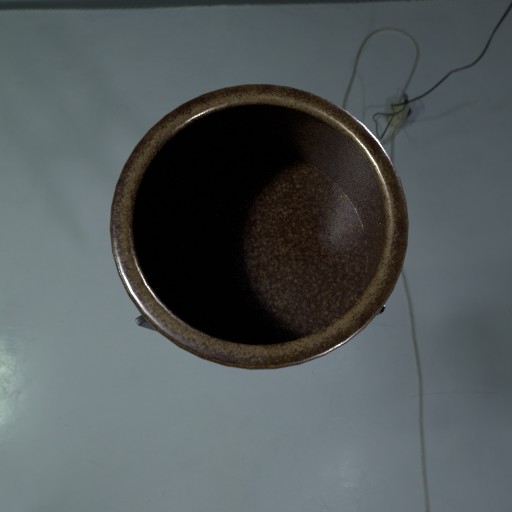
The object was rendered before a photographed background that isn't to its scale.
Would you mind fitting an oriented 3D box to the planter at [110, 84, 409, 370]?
[{"bbox_3d":[0.000,0.000,0.545,0.255,0.375,0.269,-4,76,-1],"label":"planter"}]
